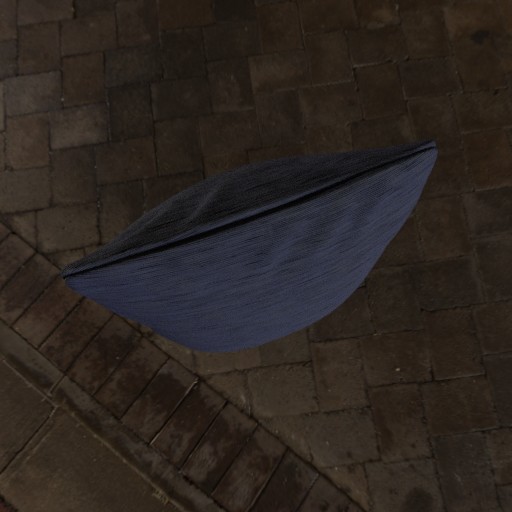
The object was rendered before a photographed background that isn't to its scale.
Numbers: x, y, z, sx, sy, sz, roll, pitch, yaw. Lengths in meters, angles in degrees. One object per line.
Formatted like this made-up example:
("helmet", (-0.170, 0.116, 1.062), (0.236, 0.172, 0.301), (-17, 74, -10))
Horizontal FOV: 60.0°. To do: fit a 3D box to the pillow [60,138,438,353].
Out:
("pillow", (0.000, 0.000, 0.663), (0.432, 0.414, 0.246), (-20, 77, -5))
